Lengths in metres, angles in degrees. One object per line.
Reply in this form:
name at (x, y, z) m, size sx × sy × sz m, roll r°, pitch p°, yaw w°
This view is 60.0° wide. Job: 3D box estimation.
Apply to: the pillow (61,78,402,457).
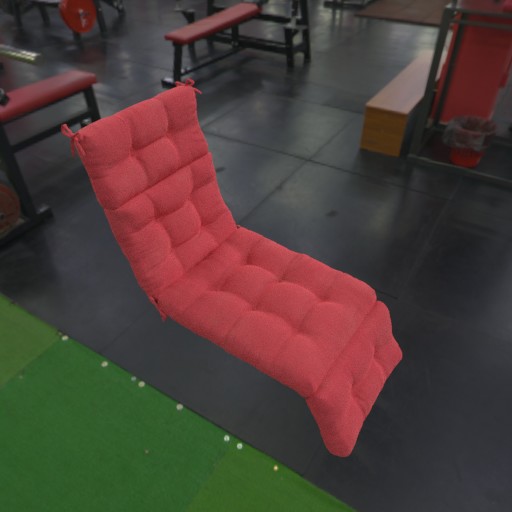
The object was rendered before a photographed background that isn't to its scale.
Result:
pillow at (0.000, 0.000, 1.462) m, size 1.016 × 0.863 × 0.526 m, roll 24°, pitch 46°, yaw 26°
